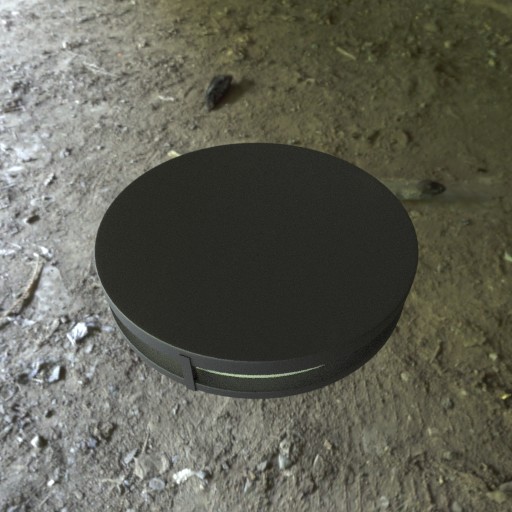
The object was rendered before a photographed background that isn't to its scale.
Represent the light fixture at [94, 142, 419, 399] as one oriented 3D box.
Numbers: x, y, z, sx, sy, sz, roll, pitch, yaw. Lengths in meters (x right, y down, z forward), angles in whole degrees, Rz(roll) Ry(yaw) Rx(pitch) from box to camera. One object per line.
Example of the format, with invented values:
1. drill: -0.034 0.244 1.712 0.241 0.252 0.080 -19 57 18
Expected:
1. light fixture: 0.000 0.000 0.535 0.356 0.102 0.356 0 45 0
